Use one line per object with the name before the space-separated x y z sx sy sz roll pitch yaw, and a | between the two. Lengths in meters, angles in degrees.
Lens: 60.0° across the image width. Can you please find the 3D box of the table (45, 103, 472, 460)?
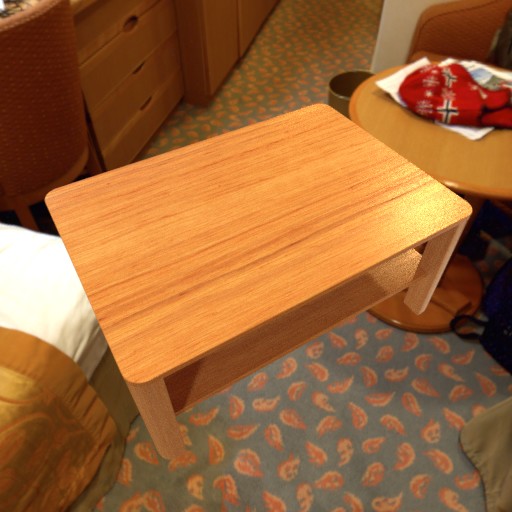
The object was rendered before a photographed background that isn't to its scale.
table | 0.000 0.000 1.391 0.997 0.445 0.696 -24 52 -21
